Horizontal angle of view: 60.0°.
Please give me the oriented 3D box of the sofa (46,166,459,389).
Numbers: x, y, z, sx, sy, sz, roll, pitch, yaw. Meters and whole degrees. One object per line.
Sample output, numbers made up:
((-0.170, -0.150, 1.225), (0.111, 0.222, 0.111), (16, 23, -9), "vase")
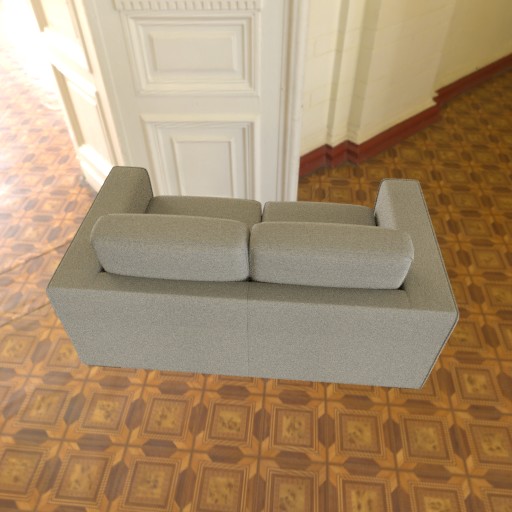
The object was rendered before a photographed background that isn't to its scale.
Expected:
((0.000, 0.000, 2.422), (1.812, 0.924, 1.007), (3, 45, 3), "sofa")
